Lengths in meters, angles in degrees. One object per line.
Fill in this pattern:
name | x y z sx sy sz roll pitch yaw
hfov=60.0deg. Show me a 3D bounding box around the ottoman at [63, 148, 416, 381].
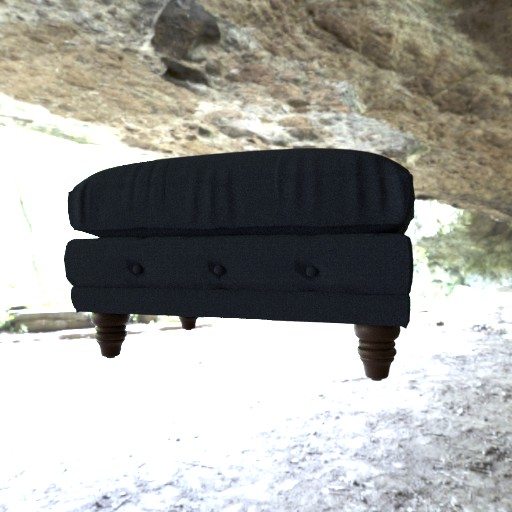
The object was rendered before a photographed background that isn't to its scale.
ottoman | 0.000 0.000 1.160 0.767 0.486 0.558 0 0 18
